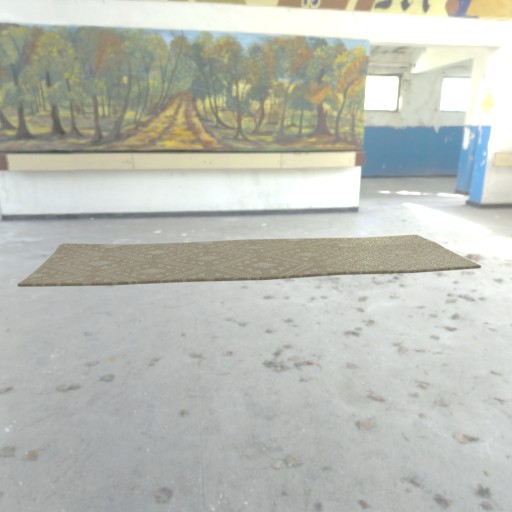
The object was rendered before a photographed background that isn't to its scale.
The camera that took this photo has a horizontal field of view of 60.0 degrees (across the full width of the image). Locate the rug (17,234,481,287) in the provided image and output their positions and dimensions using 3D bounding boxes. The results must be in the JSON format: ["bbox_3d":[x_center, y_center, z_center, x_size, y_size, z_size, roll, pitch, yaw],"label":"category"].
[{"bbox_3d":[0.000,0.000,2.674,2.452,0.051,0.752,-2,16,-8],"label":"rug"}]
